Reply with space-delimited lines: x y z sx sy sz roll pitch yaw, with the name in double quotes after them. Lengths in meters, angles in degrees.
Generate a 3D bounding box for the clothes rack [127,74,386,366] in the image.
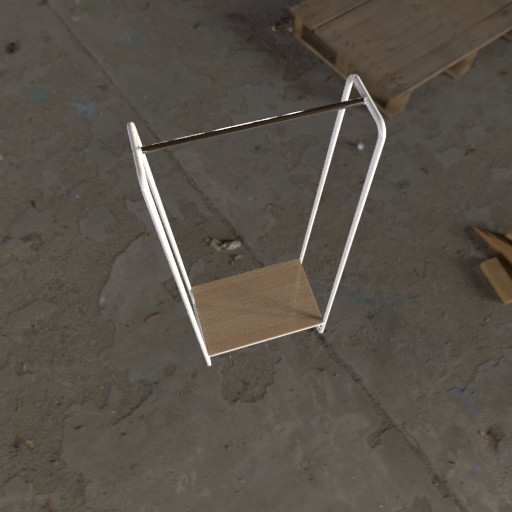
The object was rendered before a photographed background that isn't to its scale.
0.000 0.000 1.797 0.640 1.500 0.400 -15 64 -7 "clothes rack"
